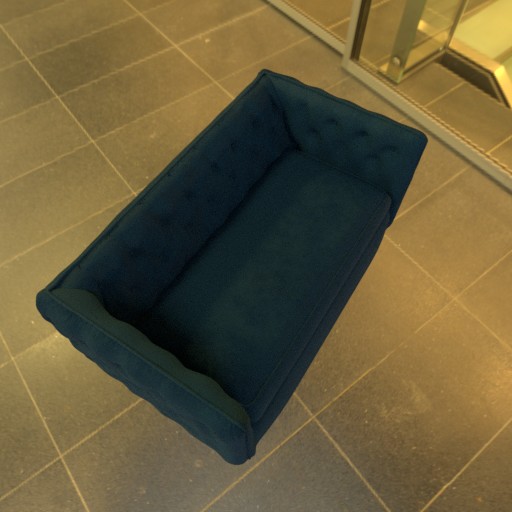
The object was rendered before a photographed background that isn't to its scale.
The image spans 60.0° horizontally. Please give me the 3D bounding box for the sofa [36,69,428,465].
[{"bbox_3d":[0.000,0.000,2.085,0.909,0.810,1.583,29,63,16],"label":"sofa"}]
